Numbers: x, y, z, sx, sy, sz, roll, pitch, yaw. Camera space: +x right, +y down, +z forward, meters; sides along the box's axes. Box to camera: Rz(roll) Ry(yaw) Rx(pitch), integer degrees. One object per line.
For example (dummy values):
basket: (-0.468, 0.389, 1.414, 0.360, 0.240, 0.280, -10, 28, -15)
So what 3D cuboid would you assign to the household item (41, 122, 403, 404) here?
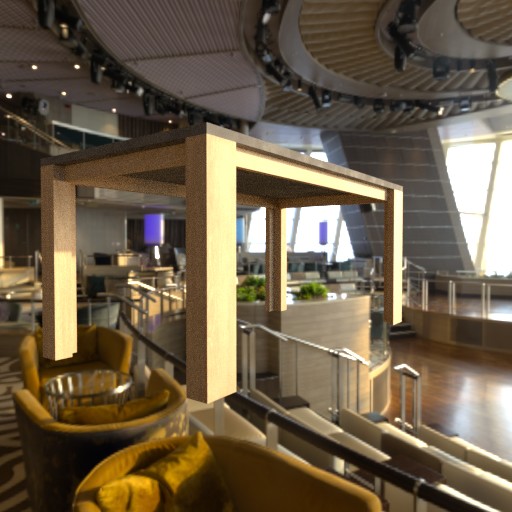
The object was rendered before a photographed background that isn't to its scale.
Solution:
household item: (0.000, 0.000, 2.082, 0.850, 0.755, 1.600, 1, 2, 36)
